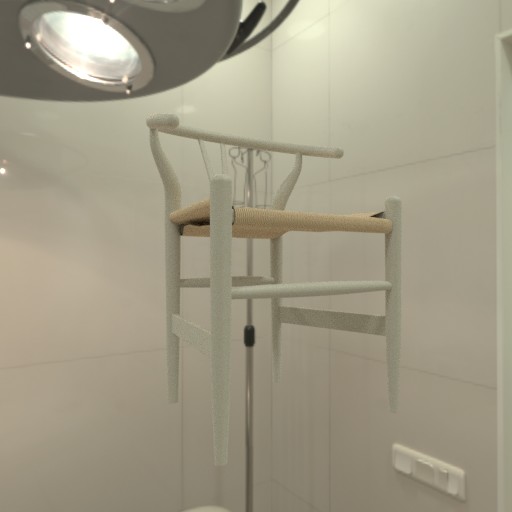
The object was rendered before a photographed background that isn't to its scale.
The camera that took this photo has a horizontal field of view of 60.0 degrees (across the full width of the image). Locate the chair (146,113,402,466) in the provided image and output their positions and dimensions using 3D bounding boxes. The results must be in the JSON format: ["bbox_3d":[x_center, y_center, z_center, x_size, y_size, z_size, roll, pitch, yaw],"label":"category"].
[{"bbox_3d":[0.000,0.000,1.106,0.533,0.736,0.500,0,-1,-35],"label":"chair"}]
